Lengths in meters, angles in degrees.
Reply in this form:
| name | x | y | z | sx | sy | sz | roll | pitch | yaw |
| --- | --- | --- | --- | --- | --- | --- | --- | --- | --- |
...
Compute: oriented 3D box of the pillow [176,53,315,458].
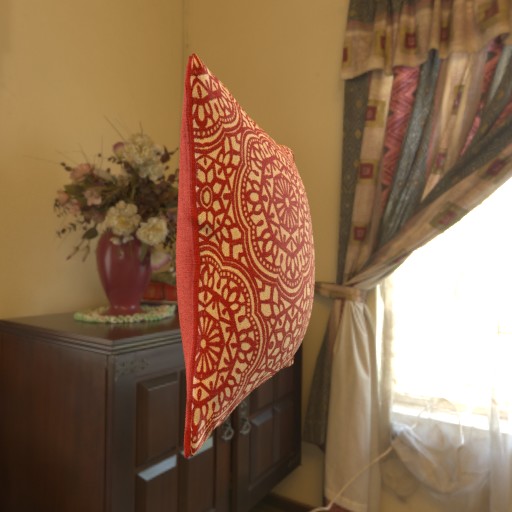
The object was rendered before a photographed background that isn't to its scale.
| name | x | y | z | sx | sy | sz | roll | pitch | yaw |
| --- | --- | --- | --- | --- | --- | --- | --- | --- | --- |
| pillow | 0.000 | 0.000 | 0.662 | 0.162 | 0.419 | 0.438 | 0 | -1 | 18 |
